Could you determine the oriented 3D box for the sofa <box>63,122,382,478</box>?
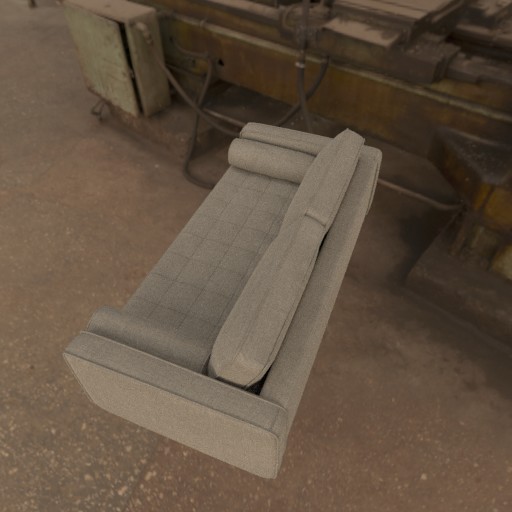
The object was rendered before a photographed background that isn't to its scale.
[{"bbox_3d":[0.000,0.000,2.313,0.914,0.762,1.879,16,48,15],"label":"sofa"}]
